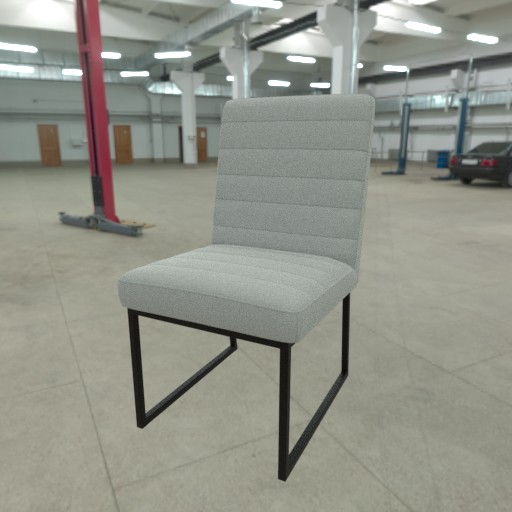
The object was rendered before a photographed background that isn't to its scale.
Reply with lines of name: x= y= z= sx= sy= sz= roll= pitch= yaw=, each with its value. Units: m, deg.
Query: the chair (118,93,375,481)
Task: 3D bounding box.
chair: x=0.000 y=0.000 z=1.306 sx=0.520 sy=0.930 sz=0.634 roll=7 pitch=17 yaw=26
